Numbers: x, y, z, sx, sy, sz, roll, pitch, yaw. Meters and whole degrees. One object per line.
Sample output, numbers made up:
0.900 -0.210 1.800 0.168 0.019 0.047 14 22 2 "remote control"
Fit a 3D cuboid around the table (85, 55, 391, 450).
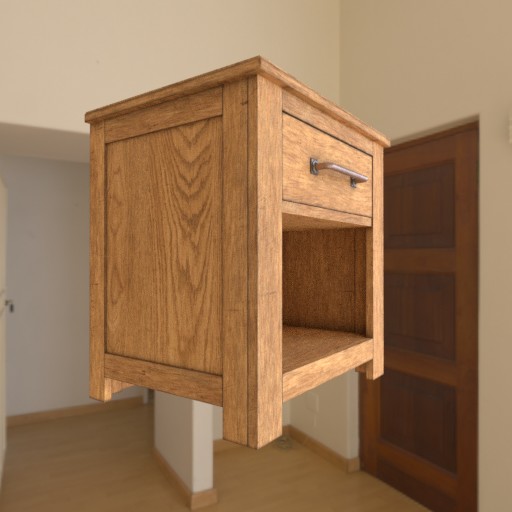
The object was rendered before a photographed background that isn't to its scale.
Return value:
0.000 0.000 1.065 0.494 0.625 0.601 0 0 36 "table"
